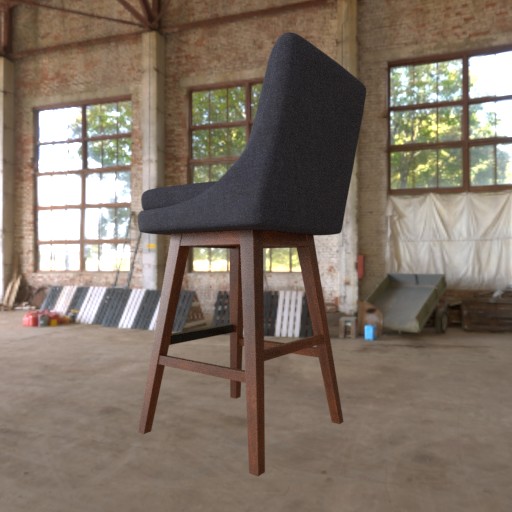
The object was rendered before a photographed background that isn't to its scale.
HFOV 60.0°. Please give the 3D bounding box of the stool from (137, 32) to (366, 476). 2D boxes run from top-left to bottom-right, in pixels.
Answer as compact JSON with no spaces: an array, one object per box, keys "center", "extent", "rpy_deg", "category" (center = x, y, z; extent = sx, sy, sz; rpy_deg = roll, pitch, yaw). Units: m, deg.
[{"center":[0.000,0.000,1.368],"extent":[0.572,1.068,0.489],"rpy_deg":[0,-1,37],"category":"stool"}]
